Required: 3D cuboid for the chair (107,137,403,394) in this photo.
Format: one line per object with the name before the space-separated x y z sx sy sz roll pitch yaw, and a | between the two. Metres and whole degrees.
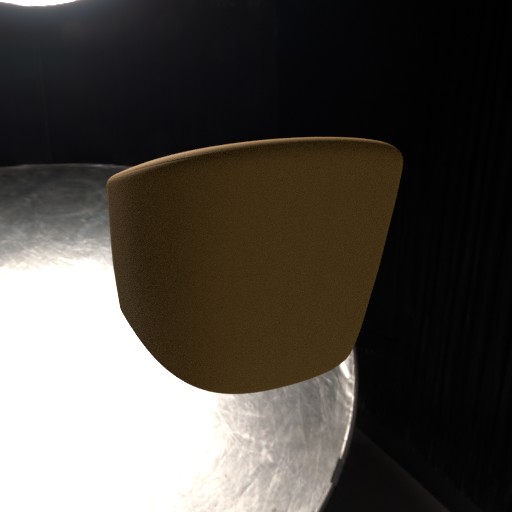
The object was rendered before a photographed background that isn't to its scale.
chair | 0.000 0.000 1.348 0.773 0.698 0.767 -7 17 -26
